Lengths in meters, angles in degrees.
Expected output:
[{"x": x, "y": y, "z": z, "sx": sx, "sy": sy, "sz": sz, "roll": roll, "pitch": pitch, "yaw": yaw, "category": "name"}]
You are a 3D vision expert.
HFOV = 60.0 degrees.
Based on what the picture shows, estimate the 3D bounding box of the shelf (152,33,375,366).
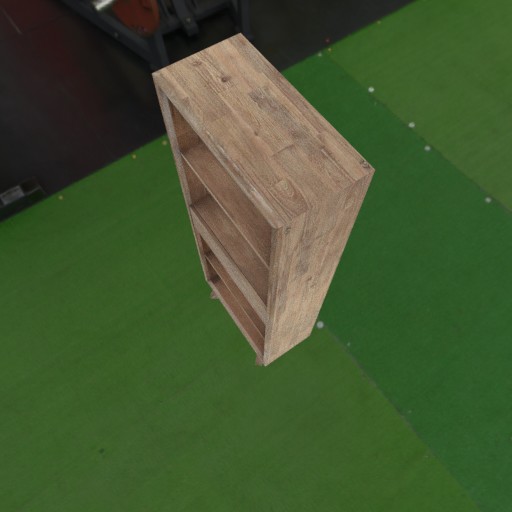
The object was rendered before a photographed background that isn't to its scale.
[{"x": 0.000, "y": 0.000, "z": 1.552, "sx": 0.267, "sy": 1.342, "sz": 0.491, "roll": -32, "pitch": 68, "yaw": -14, "category": "shelf"}]
